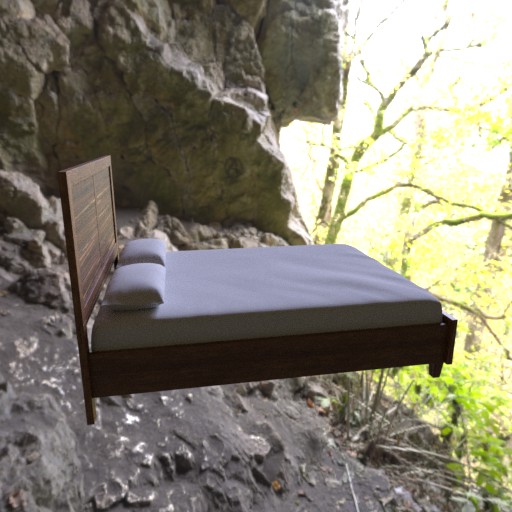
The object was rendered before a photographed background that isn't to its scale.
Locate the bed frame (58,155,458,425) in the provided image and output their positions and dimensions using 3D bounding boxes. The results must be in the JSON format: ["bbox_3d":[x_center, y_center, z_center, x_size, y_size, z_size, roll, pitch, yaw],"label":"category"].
[{"bbox_3d":[0.000,0.000,3.332,2.276,1.417,1.696,-3,16,-10],"label":"bed frame"}]
